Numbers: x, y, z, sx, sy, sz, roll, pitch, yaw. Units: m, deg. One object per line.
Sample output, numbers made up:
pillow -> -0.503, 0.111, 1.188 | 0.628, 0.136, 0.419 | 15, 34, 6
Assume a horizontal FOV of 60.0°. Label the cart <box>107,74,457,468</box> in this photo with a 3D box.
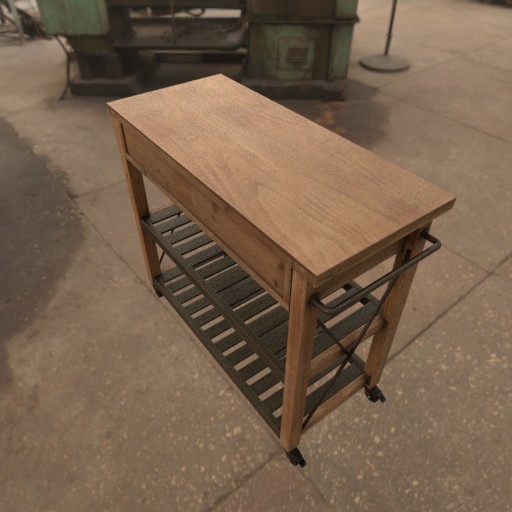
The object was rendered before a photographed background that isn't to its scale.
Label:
cart -> 0.000, 0.000, 0.982 | 0.298, 0.554, 0.686 | -26, 48, -27
